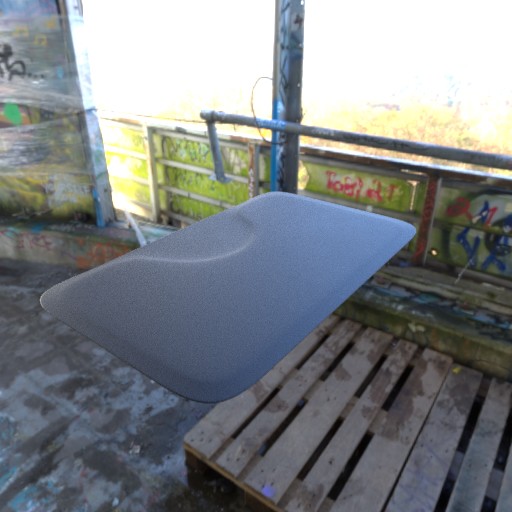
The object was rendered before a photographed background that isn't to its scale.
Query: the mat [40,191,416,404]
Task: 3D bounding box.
[{"bbox_3d":[0.000,0.000,1.878,0.918,0.013,1.524,19,33,33],"label":"mat"}]
